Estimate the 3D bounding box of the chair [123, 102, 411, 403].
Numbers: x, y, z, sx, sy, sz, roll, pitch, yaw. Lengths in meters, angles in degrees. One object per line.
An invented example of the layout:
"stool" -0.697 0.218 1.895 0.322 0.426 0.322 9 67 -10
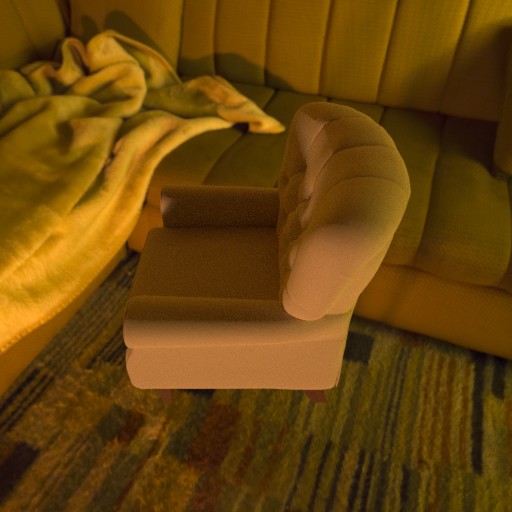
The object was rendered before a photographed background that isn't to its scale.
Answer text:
"chair" 0.000 0.000 2.043 1.132 1.169 1.035 0 42 0
